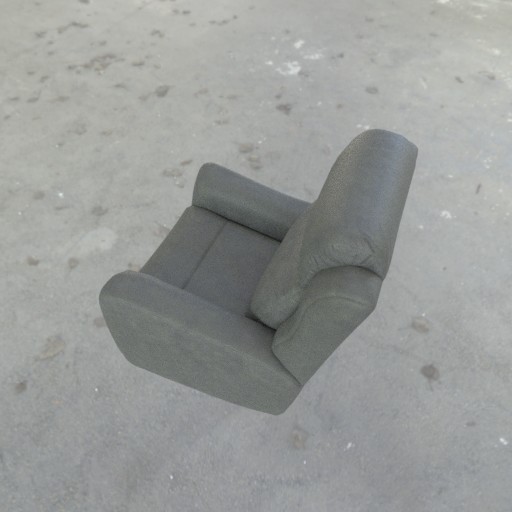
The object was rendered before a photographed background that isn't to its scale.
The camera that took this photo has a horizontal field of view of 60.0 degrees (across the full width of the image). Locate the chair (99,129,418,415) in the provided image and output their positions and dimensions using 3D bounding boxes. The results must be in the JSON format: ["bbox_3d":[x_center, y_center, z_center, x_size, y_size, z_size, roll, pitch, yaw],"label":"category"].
[{"bbox_3d":[0.000,0.000,1.937,1.068,1.116,0.967,17,50,15],"label":"chair"}]
